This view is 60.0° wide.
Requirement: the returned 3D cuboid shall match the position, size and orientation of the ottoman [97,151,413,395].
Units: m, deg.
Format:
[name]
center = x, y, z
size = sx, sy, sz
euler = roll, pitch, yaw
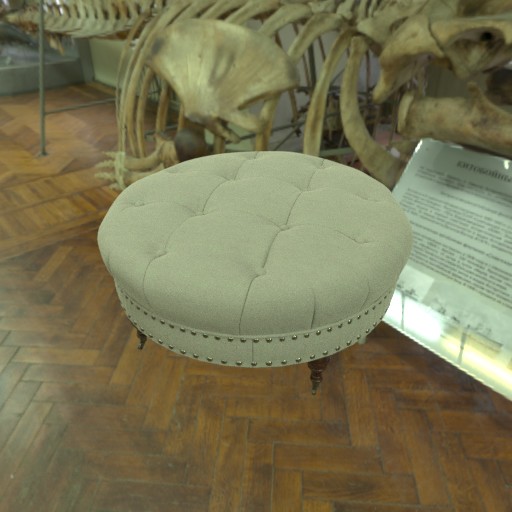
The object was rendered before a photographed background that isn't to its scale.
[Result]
[ottoman]
center = 0.000, 0.000, 1.382
size = 0.901, 0.439, 0.901
euler = 0, 33, 0
